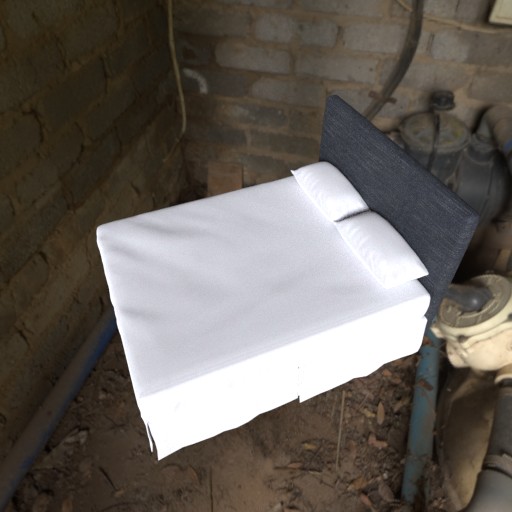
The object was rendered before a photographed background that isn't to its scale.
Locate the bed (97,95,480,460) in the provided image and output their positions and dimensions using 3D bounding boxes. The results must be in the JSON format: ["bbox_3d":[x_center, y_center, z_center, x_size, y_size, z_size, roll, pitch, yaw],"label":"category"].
[{"bbox_3d":[0.000,0.000,3.183,2.142,1.330,1.723,-17,48,-16],"label":"bed"}]
